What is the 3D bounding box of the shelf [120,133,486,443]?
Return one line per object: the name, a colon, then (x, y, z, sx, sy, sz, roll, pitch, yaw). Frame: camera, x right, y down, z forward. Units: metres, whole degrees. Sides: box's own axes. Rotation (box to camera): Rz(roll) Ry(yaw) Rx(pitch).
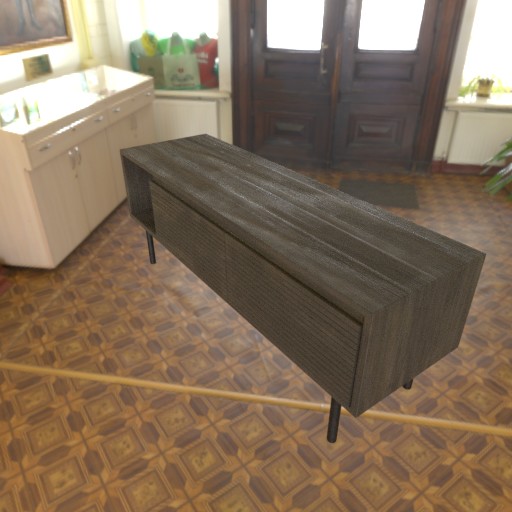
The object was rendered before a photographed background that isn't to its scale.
shelf: (0.000, 0.000, 1.520, 0.400, 0.495, 1.300, -20, 36, -30)
